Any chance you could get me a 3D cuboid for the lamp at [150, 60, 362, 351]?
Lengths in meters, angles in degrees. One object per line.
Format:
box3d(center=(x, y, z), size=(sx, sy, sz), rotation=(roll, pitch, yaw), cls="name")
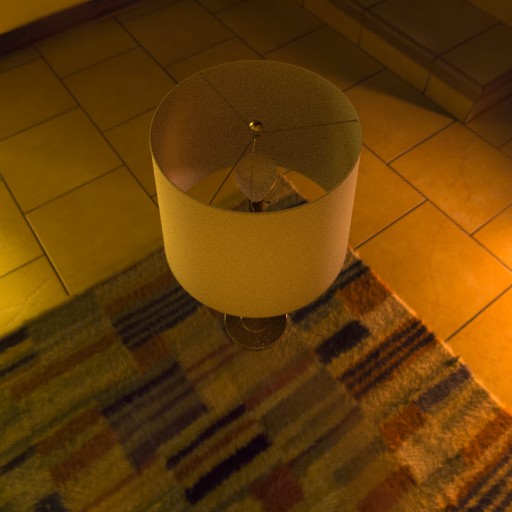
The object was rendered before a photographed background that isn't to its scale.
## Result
box3d(center=(0.000, 0.000, 0.881), size=(0.333, 0.696, 0.333), rotation=(0, 60, 0), cls="lamp")
